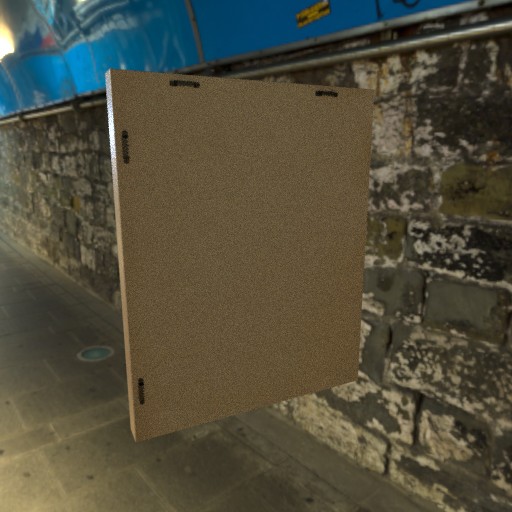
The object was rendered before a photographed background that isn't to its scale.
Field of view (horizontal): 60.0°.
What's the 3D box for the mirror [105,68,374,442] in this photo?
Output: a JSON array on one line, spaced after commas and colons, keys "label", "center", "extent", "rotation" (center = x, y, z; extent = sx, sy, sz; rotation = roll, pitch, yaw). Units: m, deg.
[{"label": "mirror", "center": [0.000, 0.000, 0.687], "extent": [0.405, 0.508, 0.041], "rotation": [-6, 15, -26]}]
